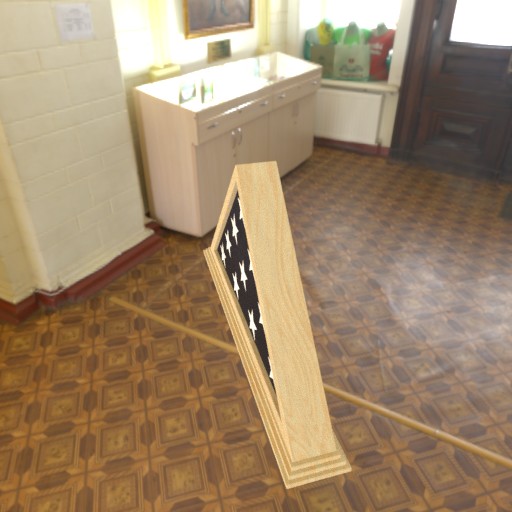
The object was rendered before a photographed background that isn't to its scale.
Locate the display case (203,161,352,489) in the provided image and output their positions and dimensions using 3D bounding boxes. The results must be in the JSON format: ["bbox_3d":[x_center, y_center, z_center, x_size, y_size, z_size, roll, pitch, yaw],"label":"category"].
[{"bbox_3d":[0.000,0.000,0.779,0.095,0.340,0.640,-8,33,-13],"label":"display case"}]
